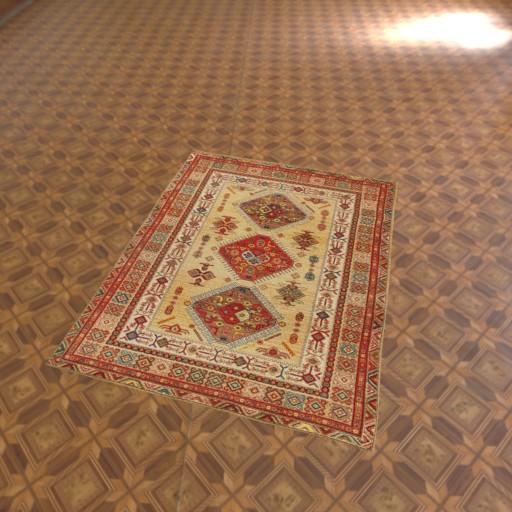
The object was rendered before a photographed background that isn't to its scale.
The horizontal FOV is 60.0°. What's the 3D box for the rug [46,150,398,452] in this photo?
[{"bbox_3d":[0.000,0.000,4.157,2.460,0.005,3.067,11,47,11],"label":"rug"}]
